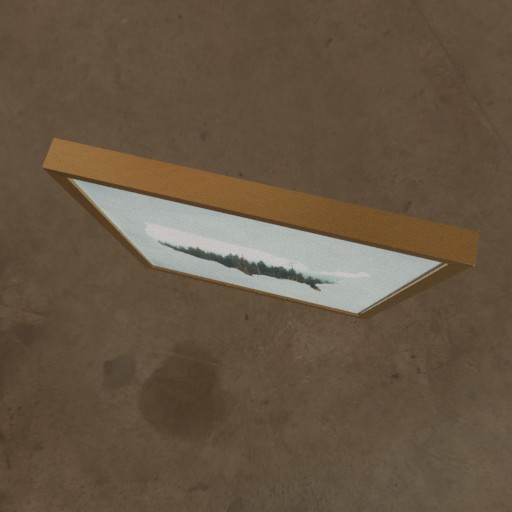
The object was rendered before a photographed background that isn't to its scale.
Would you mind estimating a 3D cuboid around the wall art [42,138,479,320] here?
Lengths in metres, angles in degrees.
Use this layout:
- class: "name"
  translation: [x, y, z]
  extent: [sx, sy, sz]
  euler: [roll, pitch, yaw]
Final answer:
- class: "wall art"
  translation: [0.000, 0.000, 0.757]
  extent: [0.509, 0.509, 0.040]
  euler: [13, 75, 3]
